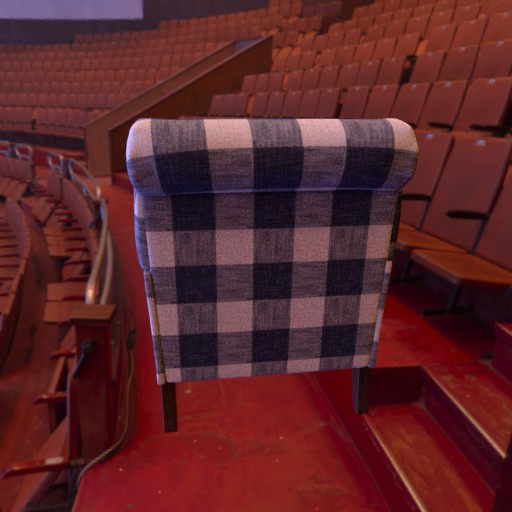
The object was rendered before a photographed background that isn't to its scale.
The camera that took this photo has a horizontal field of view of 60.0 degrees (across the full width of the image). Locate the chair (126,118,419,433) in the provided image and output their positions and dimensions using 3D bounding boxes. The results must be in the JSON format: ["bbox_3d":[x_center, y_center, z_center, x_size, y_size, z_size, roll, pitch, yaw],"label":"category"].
[{"bbox_3d":[0.000,0.000,1.605,0.781,0.953,0.848,-2,18,-8],"label":"chair"}]
